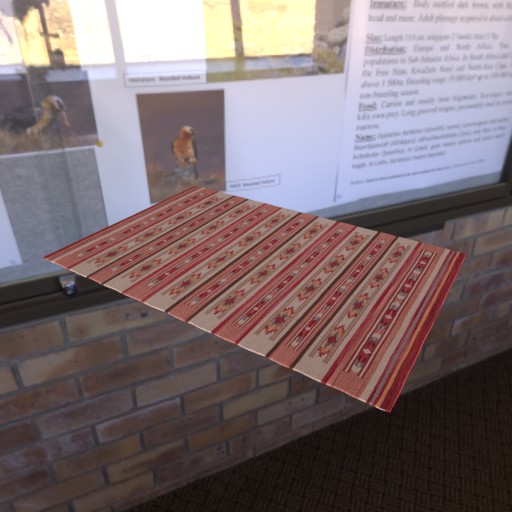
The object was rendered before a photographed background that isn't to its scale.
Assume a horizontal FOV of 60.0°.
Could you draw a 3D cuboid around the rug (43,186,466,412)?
[{"bbox_3d":[0.000,0.000,2.290,1.817,0.008,1.223,18,34,28],"label":"rug"}]
